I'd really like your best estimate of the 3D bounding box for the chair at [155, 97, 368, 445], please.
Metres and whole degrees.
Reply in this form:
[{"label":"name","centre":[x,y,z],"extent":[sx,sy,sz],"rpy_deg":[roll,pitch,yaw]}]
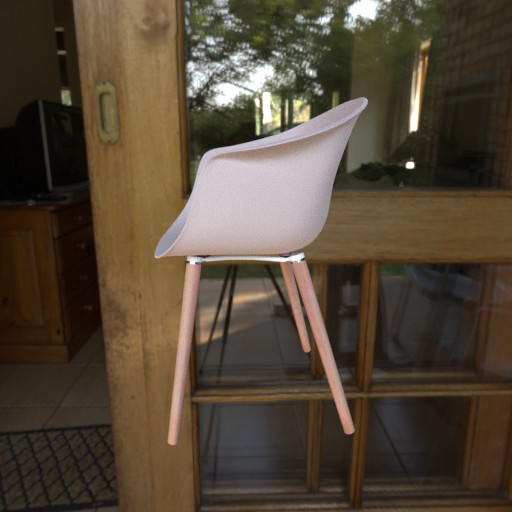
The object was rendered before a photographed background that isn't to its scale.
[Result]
[{"label":"chair","centre":[0.000,0.000,1.156],"extent":[0.504,0.781,0.593],"rpy_deg":[-2,14,-7]}]
